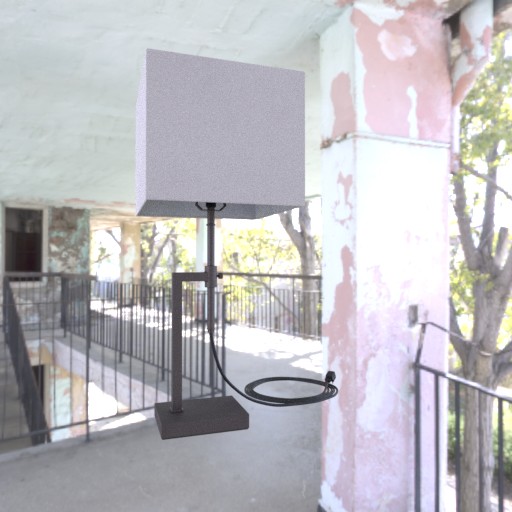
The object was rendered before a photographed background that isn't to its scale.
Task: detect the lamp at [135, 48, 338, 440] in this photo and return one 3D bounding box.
[{"bbox_3d":[0.000,0.000,0.975,0.504,0.660,0.399,0,-1,-18],"label":"lamp"}]
